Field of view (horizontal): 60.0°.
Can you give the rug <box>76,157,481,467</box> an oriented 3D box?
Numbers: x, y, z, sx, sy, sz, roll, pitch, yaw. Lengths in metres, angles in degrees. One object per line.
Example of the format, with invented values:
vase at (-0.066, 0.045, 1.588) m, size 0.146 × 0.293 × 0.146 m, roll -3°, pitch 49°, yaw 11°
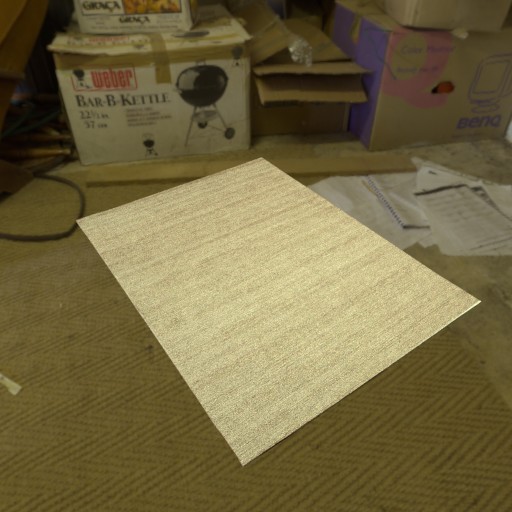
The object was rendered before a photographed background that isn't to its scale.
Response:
rug at (0.000, 0.000, 4.222) m, size 2.434 × 0.045 × 3.202 m, roll -24°, pitch 45°, yaw -26°
